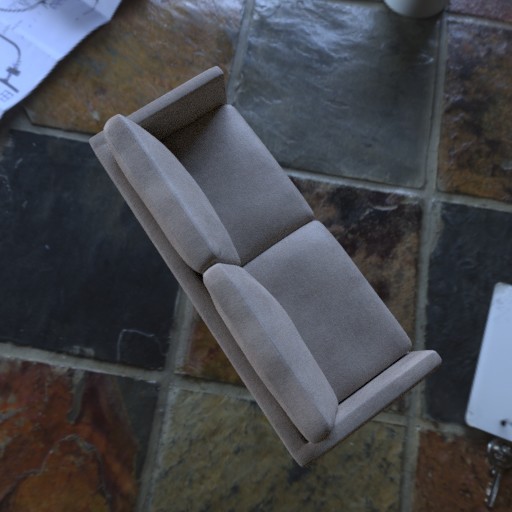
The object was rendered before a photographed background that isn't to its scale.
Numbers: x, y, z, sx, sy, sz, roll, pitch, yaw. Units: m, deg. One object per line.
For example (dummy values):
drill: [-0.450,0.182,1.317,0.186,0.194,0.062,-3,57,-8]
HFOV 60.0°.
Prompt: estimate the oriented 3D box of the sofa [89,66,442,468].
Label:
sofa: [0.000,0.000,2.732,0.951,0.965,2.208,-34,78,-8]
